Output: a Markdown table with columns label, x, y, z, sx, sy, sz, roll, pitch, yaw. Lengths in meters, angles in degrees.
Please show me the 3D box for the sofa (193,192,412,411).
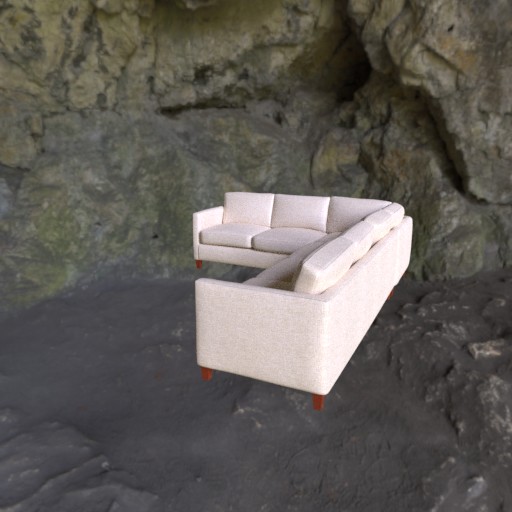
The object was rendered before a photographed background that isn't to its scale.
| label | x | y | z | sx | sy | sz | roll | pitch | yaw |
| --- | --- | --- | --- | --- | --- | --- | --- | --- | --- |
| sofa | 0.000 | 0.000 | 4.480 | 2.593 | 0.947 | 3.302 | 7 | 16 | 26 |
